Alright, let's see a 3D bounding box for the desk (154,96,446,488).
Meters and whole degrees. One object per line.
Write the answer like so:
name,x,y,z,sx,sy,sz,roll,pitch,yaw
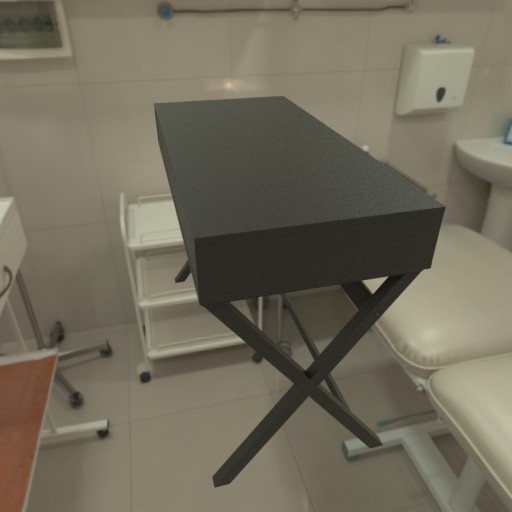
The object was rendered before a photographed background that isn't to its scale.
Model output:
desk,0.000,0.000,1.468,0.504,0.780,1.057,-8,32,-13
